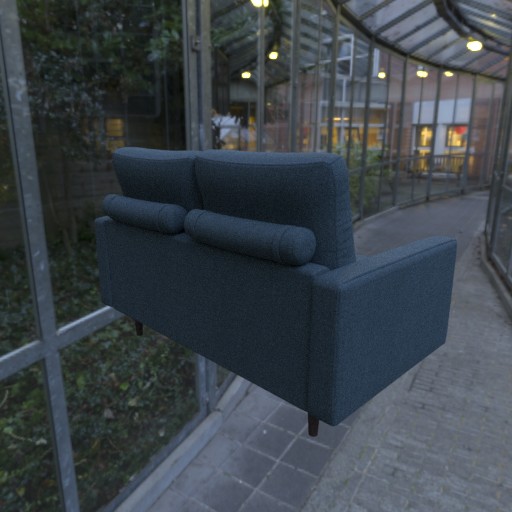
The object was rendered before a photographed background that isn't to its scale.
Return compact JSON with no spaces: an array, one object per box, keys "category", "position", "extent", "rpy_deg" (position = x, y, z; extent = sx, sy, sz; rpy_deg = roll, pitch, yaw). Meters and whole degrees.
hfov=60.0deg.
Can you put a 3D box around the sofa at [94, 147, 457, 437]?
[{"category":"sofa","position":[0.000,0.000,1.916],"extent":[1.407,0.907,0.842],"rpy_deg":[14,21,43]}]
